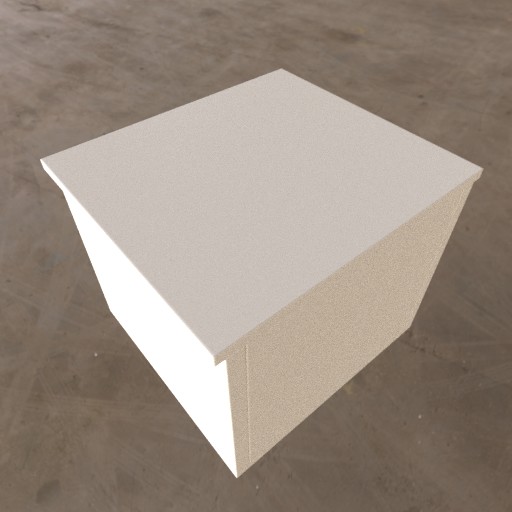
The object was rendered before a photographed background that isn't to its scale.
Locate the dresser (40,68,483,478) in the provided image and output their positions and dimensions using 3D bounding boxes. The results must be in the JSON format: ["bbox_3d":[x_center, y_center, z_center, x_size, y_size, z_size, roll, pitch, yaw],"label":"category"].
[{"bbox_3d":[0.000,0.000,0.711,0.430,0.360,0.400,-31,54,-26],"label":"dresser"}]
